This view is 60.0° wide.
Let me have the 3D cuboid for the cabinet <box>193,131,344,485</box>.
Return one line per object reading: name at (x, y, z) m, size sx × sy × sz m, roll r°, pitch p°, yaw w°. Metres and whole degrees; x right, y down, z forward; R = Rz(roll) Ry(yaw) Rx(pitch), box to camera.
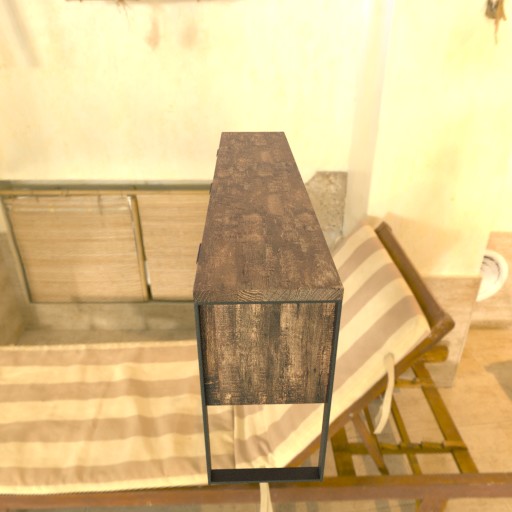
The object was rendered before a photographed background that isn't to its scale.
cabinet at (0.000, 0.000, 2.088) m, size 0.395 × 0.762 × 1.800 m, roll -1°, pitch 28°, yaw -1°
